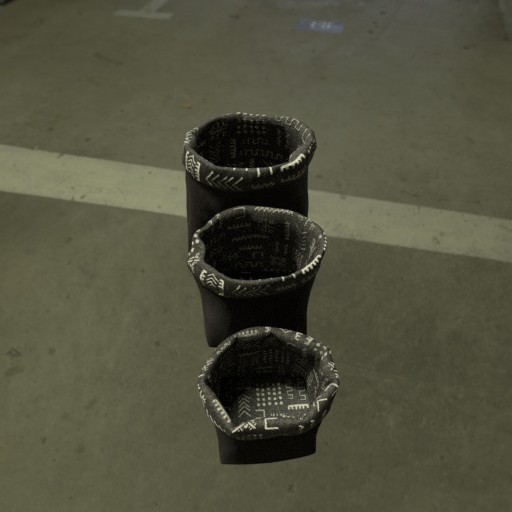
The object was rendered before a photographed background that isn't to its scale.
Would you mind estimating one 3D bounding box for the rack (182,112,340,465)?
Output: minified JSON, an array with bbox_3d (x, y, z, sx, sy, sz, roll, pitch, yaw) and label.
[{"bbox_3d":[0.000,0.000,1.093,0.379,0.323,0.905,-3,46,-3],"label":"rack"}]
